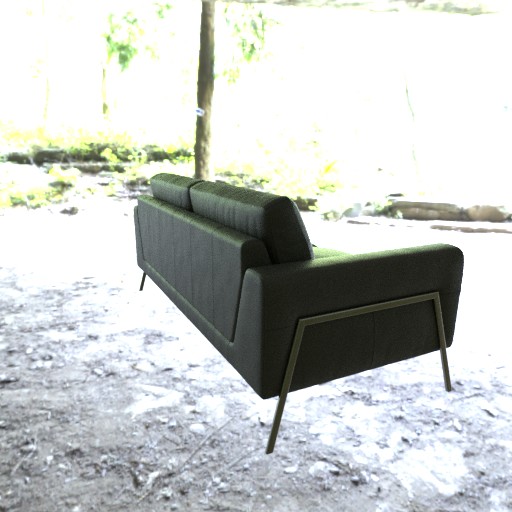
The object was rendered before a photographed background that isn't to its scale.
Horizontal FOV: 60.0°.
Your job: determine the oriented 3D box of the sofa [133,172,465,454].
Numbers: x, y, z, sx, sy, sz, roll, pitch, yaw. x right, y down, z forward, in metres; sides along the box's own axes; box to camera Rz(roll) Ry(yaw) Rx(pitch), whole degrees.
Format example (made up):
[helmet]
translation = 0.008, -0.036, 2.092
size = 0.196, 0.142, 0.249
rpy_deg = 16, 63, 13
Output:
[sofa]
translation = 0.000, 0.000, 2.516
size = 0.953, 0.875, 2.017
rpy_deg = -7, 16, -26
